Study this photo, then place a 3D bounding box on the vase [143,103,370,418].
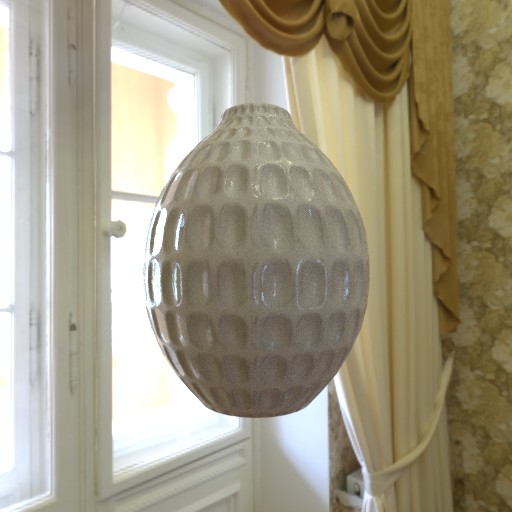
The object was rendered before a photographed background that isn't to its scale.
[{"bbox_3d":[0.000,0.000,0.258,0.128,0.167,0.128,0,0,0],"label":"vase"}]
